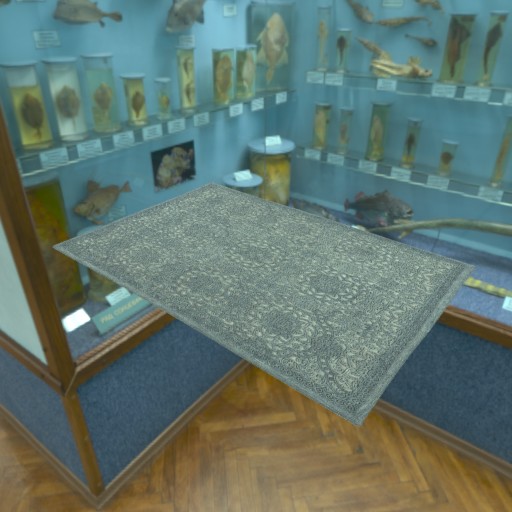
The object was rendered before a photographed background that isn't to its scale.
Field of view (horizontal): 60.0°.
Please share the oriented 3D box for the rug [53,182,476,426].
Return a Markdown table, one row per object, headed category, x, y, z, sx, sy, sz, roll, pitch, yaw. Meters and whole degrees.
| category | x | y | z | sx | sy | sz | roll | pitch | yaw |
| --- | --- | --- | --- | --- | --- | --- | --- | --- | --- |
| rug | 0.000 | 0.000 | 2.288 | 1.830 | 0.016 | 1.224 | 22 | 37 | 33 |
